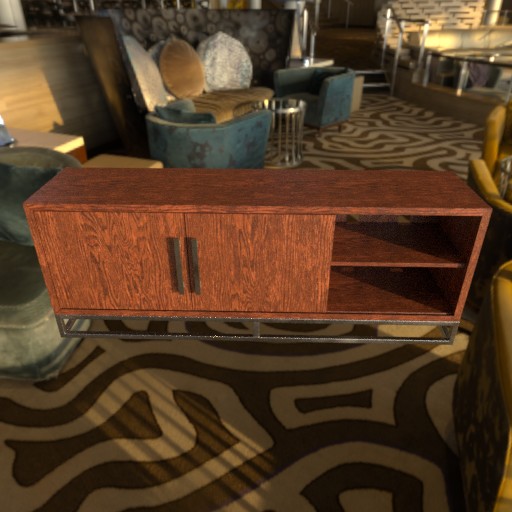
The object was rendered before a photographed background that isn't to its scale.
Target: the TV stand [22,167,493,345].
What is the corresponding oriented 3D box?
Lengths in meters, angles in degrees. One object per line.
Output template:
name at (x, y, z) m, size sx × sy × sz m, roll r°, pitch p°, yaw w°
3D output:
TV stand at (0.000, 0.000, 1.743) m, size 1.541 × 0.578 × 0.382 m, roll 1°, pitch 30°, yaw 1°
